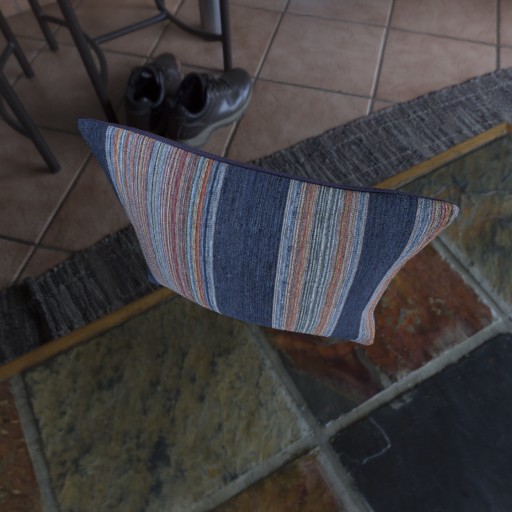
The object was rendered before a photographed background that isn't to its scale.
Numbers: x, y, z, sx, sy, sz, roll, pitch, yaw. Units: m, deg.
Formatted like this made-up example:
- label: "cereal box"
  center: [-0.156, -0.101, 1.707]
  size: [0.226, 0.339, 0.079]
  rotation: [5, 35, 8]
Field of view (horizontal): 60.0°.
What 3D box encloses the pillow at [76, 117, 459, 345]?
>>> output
- label: "pillow"
  center: [0.000, 0.000, 0.652]
  size: [0.437, 0.419, 0.136]
  rotation: [15, 61, 9]
